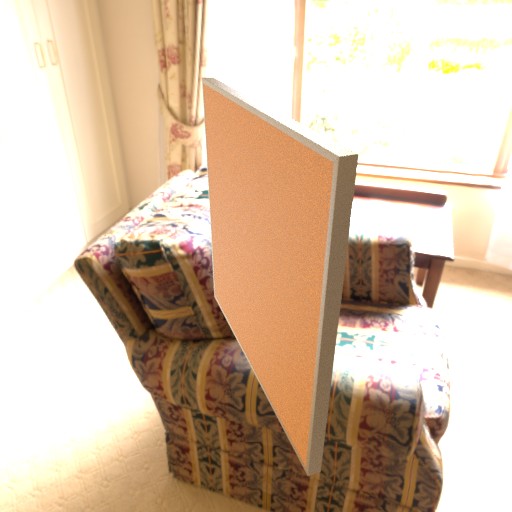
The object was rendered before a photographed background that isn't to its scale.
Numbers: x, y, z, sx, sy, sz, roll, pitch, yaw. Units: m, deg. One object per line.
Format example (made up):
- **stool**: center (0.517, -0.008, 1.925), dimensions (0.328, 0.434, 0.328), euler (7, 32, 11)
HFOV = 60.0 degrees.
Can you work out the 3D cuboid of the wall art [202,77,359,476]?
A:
- **wall art**: center (0.000, 0.000, 1.217), dimensions (0.038, 0.807, 0.809), euler (-11, 32, -18)
